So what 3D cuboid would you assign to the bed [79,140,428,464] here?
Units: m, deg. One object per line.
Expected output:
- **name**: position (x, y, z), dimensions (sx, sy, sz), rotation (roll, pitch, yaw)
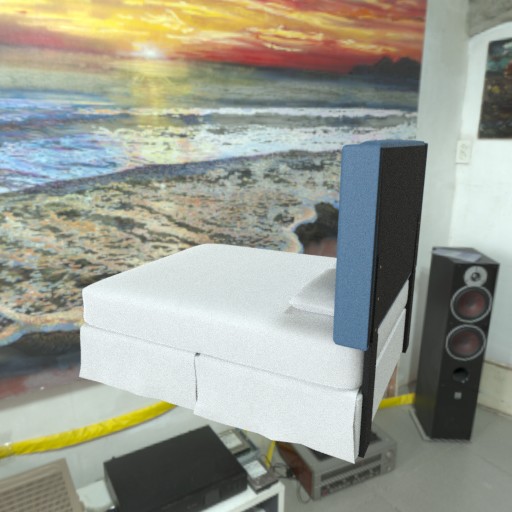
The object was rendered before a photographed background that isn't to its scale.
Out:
- **bed**: position (0.000, 0.000, 3.292), dimensions (2.078, 1.665, 1.719), rotation (7, 16, 26)
